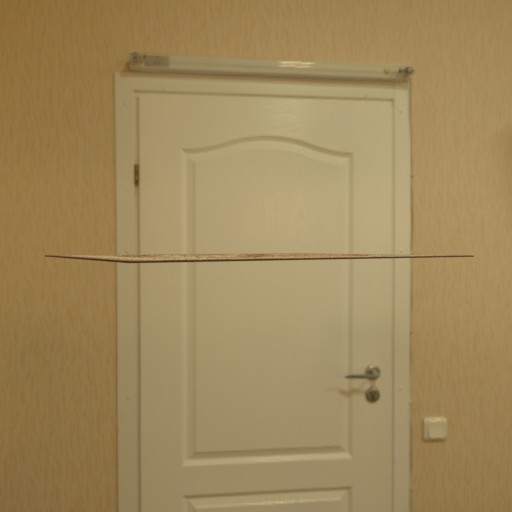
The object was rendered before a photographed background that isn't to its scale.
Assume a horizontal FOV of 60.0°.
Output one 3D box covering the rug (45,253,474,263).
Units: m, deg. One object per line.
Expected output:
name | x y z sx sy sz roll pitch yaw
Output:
rug | 0.000 0.000 4.116 3.197 0.013 2.381 -1 1 -35
